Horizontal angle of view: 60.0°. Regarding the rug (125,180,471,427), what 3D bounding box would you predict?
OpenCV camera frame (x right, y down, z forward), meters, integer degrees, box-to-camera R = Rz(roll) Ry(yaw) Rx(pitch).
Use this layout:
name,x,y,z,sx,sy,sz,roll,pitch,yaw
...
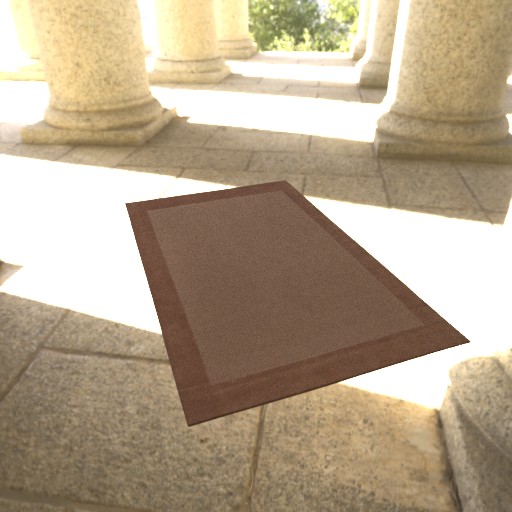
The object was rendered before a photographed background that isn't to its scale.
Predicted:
name,x,y,z,sx,sy,sz,roll,pitch,yaw
rug,0.000,0.000,3.092,1.524,0.014,2.438,-11,33,-17
